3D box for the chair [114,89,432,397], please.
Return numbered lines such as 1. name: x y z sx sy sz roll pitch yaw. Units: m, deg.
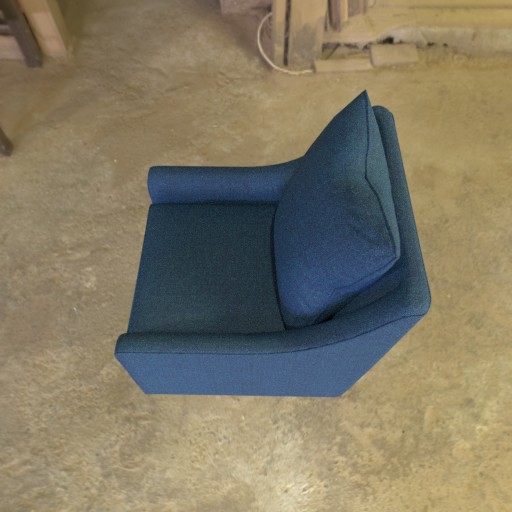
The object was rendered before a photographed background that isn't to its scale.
1. chair: 0.000 0.000 1.552 0.870 0.939 0.750 1 59 0
